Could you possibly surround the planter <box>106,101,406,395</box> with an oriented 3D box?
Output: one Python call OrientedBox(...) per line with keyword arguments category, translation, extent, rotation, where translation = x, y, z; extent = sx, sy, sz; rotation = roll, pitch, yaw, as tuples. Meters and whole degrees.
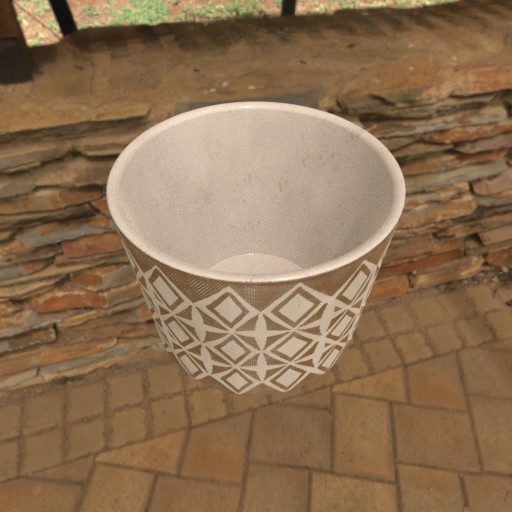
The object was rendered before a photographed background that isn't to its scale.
OrientedBox(category="planter", translation=(0.000, 0.000, 0.474), extent=(0.260, 0.220, 0.260), rotation=(0, 46, 0))
